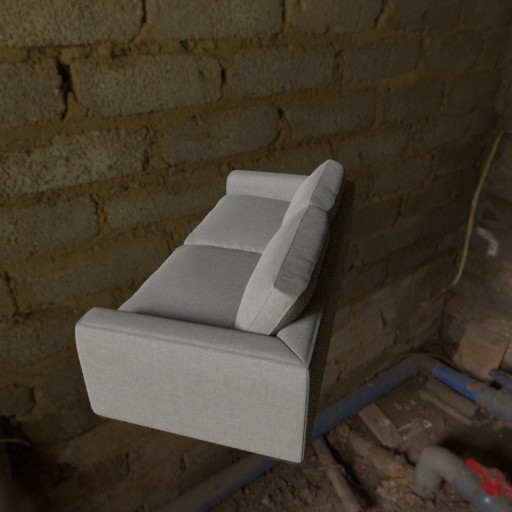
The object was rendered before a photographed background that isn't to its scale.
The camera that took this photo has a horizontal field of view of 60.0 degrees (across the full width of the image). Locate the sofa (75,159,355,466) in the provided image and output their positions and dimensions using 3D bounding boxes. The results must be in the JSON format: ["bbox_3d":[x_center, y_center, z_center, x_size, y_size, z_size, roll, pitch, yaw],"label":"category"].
[{"bbox_3d":[0.000,0.000,2.793,1.070,0.801,2.262,8,30,13],"label":"sofa"}]
